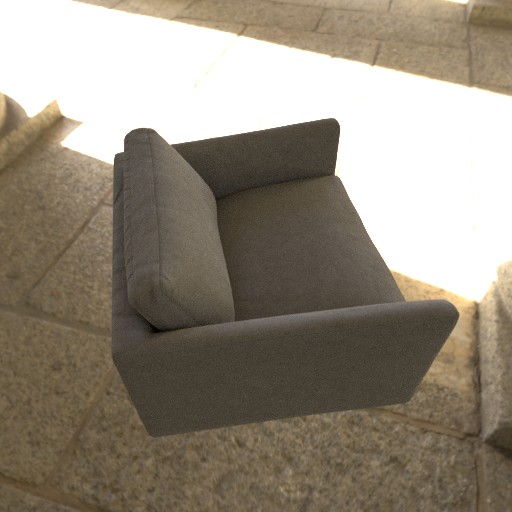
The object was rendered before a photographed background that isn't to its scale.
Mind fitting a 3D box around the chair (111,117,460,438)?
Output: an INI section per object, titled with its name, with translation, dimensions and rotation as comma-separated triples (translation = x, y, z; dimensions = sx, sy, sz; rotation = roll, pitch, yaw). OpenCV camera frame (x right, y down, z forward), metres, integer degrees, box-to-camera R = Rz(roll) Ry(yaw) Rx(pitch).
[chair]
translation = 0.000, 0.000, 1.851
dimensions = 1.091, 0.845, 1.190
rotation = -9, 48, -8
